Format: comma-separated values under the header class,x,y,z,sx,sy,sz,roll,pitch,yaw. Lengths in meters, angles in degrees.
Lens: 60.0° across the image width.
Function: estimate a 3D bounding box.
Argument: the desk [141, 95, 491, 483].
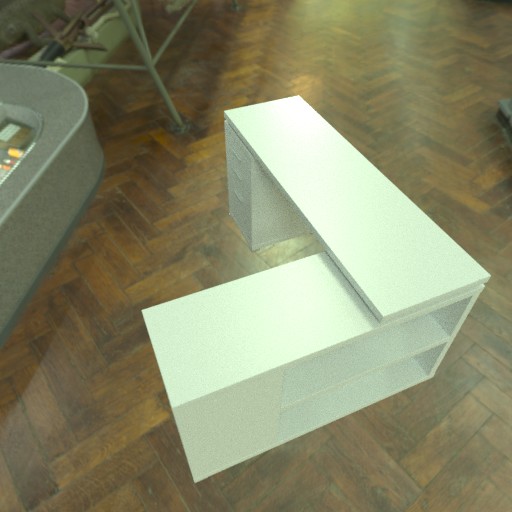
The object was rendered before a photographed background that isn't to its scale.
class,x,y,z,sx,sy,sz,roll,pitch,yaw
desk,0.000,0.000,2.197,1.200,0.753,1.524,-17,48,-16
